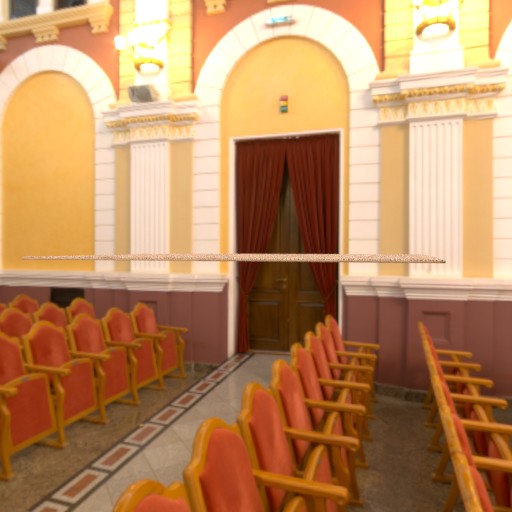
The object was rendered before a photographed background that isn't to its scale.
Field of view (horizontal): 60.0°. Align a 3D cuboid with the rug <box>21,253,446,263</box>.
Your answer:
[{"bbox_3d":[0.000,0.000,4.122,3.052,0.030,2.429,0,1,18],"label":"rug"}]
